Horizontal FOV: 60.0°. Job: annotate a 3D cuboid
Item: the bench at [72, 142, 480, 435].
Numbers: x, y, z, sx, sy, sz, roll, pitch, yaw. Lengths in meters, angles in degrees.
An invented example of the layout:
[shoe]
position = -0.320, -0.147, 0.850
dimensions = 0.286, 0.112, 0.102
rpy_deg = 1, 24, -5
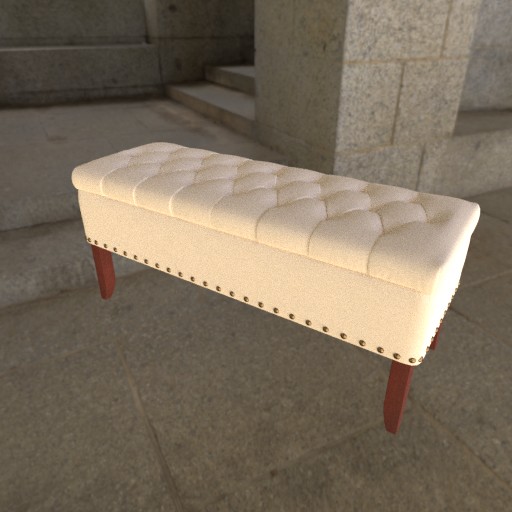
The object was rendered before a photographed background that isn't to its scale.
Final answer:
[bench]
position = 0.000, 0.000, 1.276
dimensions = 1.054, 0.470, 0.400
rpy_deg = 18, 33, 29
